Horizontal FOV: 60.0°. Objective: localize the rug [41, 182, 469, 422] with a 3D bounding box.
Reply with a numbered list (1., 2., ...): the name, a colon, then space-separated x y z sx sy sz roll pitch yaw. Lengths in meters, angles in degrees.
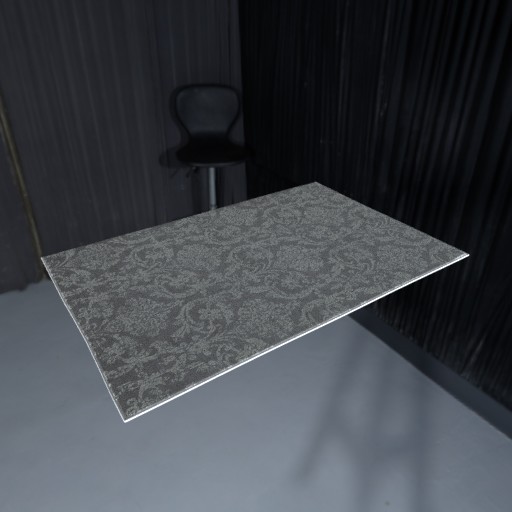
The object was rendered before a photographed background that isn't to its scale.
1. rug: 0.000 0.000 3.407 2.746 0.018 1.819 -19 36 -29
